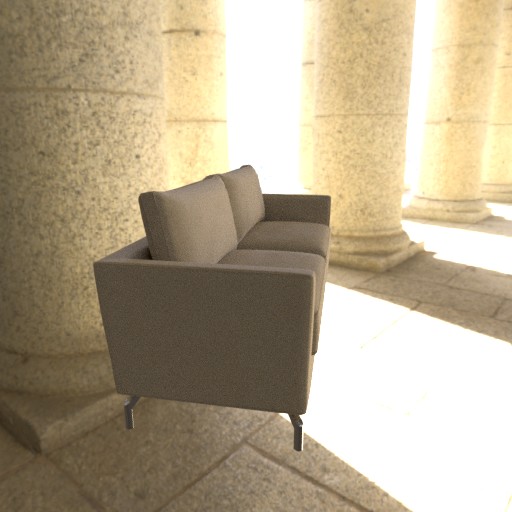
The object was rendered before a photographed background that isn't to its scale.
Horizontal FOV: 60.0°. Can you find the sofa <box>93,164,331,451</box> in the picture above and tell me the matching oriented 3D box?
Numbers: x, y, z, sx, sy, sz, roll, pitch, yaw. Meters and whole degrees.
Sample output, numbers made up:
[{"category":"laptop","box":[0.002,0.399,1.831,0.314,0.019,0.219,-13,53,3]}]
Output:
[{"category":"sofa","box":[0.000,0.000,2.721,0.868,1.005,2.214,3,16,10]}]
